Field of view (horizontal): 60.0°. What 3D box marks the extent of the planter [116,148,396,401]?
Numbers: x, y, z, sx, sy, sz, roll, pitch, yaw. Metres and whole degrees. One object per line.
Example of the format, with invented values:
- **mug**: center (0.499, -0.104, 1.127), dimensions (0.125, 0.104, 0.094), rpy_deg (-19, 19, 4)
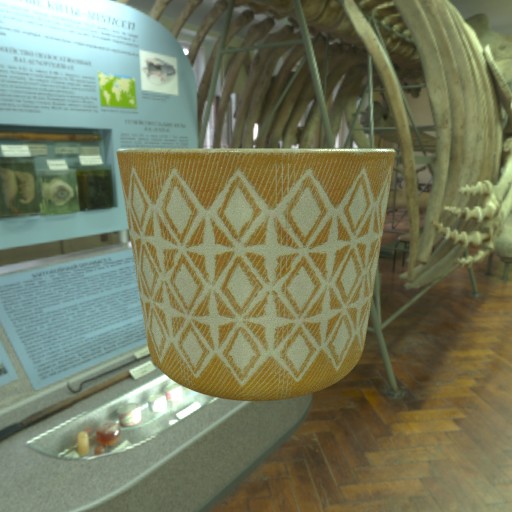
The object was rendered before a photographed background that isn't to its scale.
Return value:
- **planter**: center (0.000, 0.000, 0.222), dimensions (0.126, 0.104, 0.126), rpy_deg (0, 14, 0)
